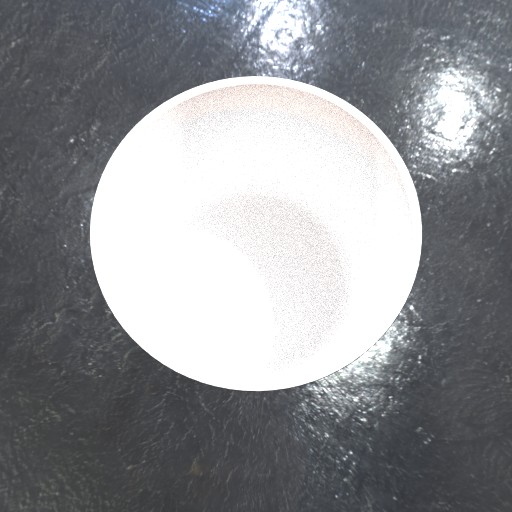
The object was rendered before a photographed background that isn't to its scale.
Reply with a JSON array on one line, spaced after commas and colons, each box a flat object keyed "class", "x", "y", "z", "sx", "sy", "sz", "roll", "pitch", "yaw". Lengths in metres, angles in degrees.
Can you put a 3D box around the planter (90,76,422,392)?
[{"class": "planter", "x": 0.000, "y": 0.000, "z": 0.446, "sx": 0.254, "sy": 0.221, "sz": 0.254, "roll": 0, "pitch": 75, "yaw": 0}]
